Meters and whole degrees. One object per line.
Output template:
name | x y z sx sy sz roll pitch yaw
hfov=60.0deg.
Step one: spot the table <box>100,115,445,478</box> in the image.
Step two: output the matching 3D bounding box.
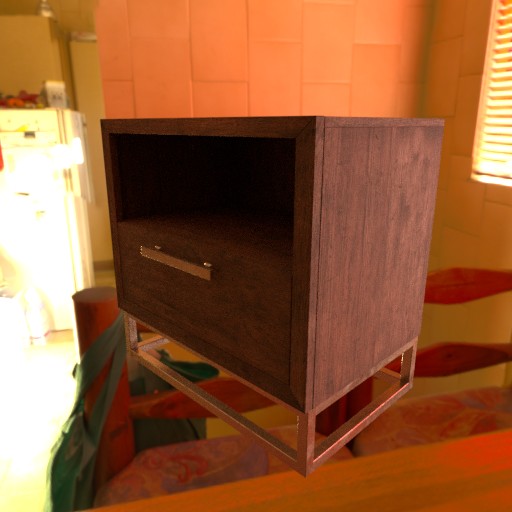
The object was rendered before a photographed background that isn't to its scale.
table | 0.000 0.000 1.260 0.542 0.746 0.767 -16 23 -43
